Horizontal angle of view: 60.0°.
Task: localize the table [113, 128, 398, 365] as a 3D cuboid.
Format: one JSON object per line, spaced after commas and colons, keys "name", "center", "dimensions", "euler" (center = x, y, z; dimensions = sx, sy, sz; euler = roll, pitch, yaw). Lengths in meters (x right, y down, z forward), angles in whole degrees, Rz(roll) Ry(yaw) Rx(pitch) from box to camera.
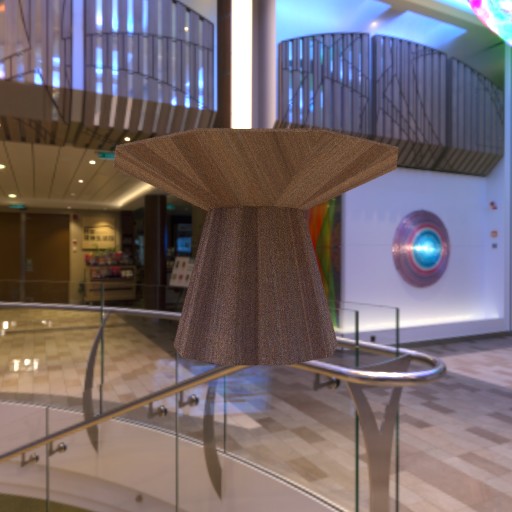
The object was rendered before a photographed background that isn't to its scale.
{"name": "table", "center": [0.000, 0.000, 1.859], "dimensions": [1.186, 0.752, 1.186], "euler": [0, 0, 0]}
